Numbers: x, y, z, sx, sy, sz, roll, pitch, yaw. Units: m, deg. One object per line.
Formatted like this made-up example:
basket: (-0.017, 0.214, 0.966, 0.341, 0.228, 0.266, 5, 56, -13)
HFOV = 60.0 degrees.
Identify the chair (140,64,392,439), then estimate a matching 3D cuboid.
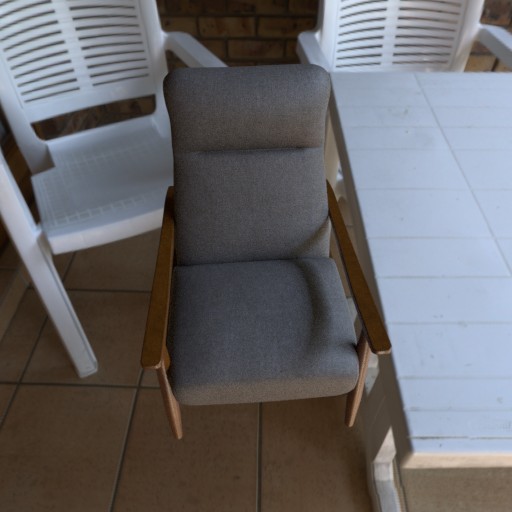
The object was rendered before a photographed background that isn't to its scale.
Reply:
chair: (0.000, 0.000, 1.734, 0.762, 1.081, 1.014, -3, 47, -3)
